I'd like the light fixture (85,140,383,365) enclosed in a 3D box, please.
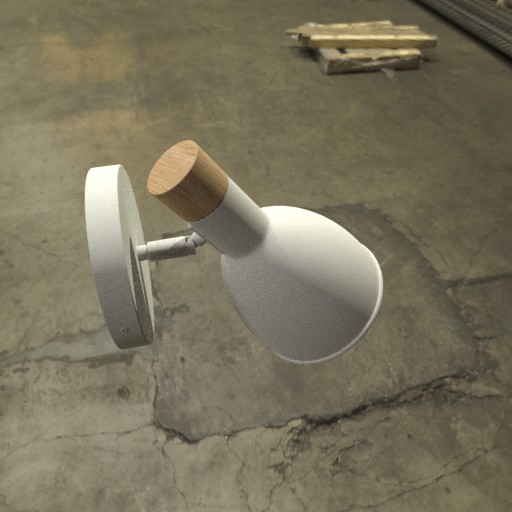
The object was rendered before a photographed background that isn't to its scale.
[{"bbox_3d":[0.000,0.000,0.339,0.209,0.199,0.127,-9,46,-9],"label":"light fixture"}]
